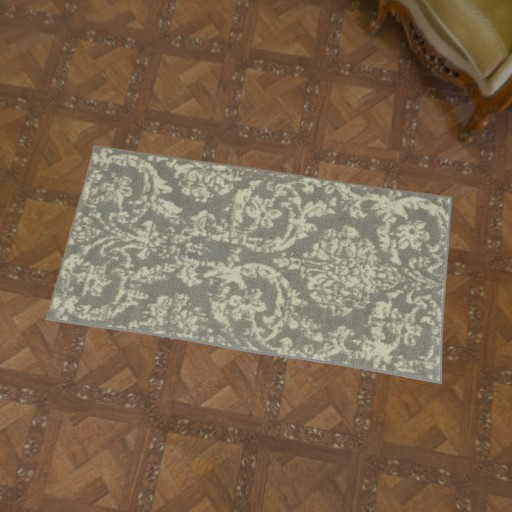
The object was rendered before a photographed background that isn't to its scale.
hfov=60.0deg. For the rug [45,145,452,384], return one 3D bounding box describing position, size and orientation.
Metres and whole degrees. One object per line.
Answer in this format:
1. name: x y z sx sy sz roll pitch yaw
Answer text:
1. rug: 0.000 0.000 1.416 1.219 0.007 0.604 9 75 2
